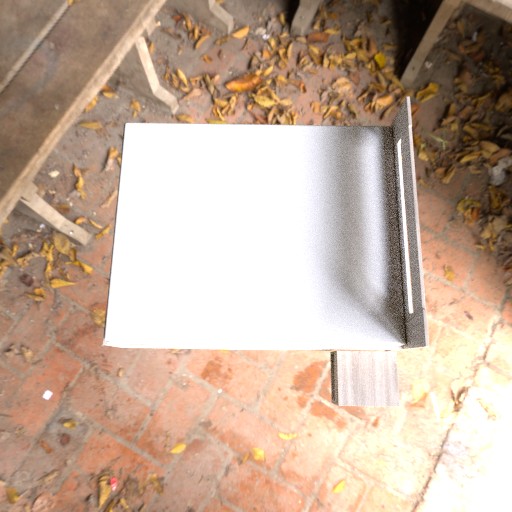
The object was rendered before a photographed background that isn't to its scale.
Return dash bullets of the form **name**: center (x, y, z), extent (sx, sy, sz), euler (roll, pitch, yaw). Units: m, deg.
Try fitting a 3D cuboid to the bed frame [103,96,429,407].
- **bed frame**: center (0.000, 0.000, 3.172), extent (2.050, 0.860, 2.040), euler (1, 76, 0)
